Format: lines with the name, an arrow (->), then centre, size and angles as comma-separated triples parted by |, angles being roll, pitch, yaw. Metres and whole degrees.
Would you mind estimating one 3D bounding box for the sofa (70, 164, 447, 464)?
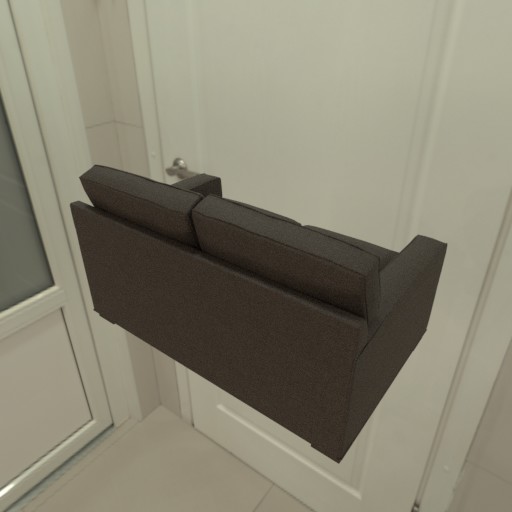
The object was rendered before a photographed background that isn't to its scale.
sofa -> 0.000, 0.000, 2.191 | 1.534, 0.887, 0.974 | 21, 37, 31
